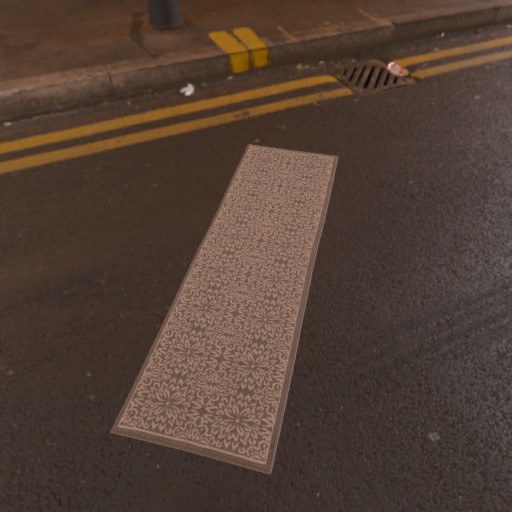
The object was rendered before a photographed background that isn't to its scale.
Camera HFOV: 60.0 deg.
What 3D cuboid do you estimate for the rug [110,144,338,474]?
[{"bbox_3d":[0.000,0.000,2.464,0.662,0.011,2.196,10,47,10],"label":"rug"}]
